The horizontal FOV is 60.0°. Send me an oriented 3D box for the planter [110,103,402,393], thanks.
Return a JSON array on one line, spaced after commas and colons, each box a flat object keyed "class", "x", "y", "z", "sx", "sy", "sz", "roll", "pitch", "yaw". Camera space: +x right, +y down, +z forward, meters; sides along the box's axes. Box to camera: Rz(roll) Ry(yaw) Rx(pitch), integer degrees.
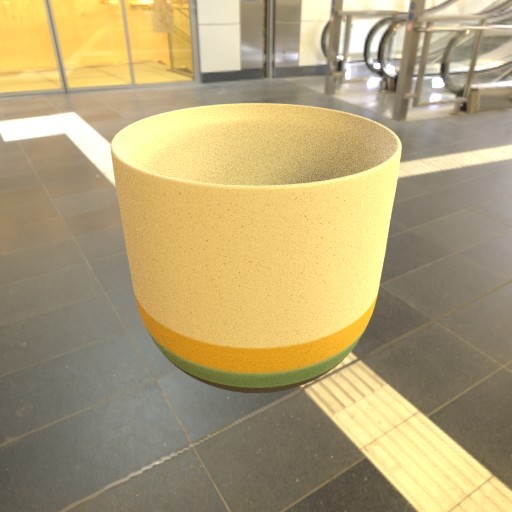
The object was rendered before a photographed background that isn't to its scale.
[{"class": "planter", "x": 0.000, "y": 0.000, "z": 0.488, "sx": 0.268, "sy": 0.270, "sz": 0.268, "roll": 0, "pitch": 31, "yaw": 0}]
